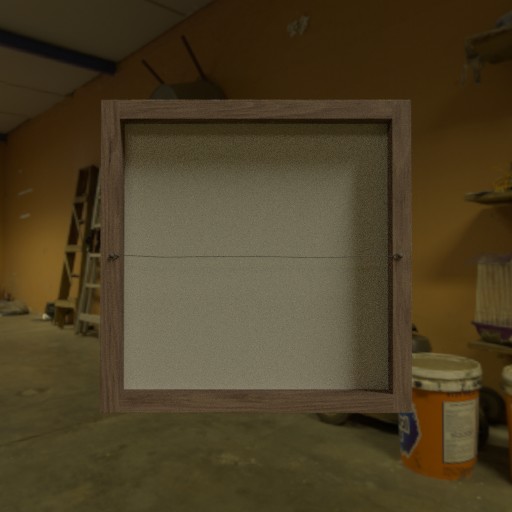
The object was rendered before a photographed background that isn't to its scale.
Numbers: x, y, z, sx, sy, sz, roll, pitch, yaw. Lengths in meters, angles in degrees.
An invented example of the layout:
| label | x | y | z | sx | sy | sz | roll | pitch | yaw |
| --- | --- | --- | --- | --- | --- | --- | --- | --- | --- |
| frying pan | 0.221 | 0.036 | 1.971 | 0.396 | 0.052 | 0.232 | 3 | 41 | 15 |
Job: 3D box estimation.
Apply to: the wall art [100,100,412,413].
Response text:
| label | x | y | z | sx | sy | sz | roll | pitch | yaw |
| --- | --- | --- | --- | --- | --- | --- | --- | --- | --- |
| wall art | 0.000 | 0.000 | 0.885 | 0.609 | 0.613 | 0.041 | 0 | -1 | 0 |
